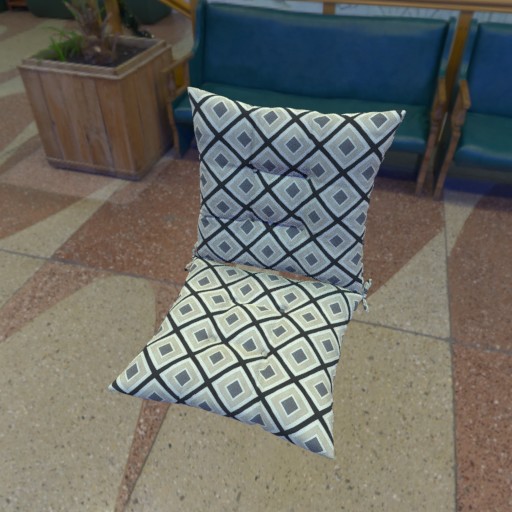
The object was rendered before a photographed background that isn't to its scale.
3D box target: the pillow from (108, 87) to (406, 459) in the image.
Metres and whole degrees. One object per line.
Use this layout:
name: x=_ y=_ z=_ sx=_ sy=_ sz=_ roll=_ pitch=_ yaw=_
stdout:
pillow: x=0.000 y=0.000 z=0.987 sx=0.541 sy=0.536 sz=0.585 roll=12 pitch=42 yaw=14
